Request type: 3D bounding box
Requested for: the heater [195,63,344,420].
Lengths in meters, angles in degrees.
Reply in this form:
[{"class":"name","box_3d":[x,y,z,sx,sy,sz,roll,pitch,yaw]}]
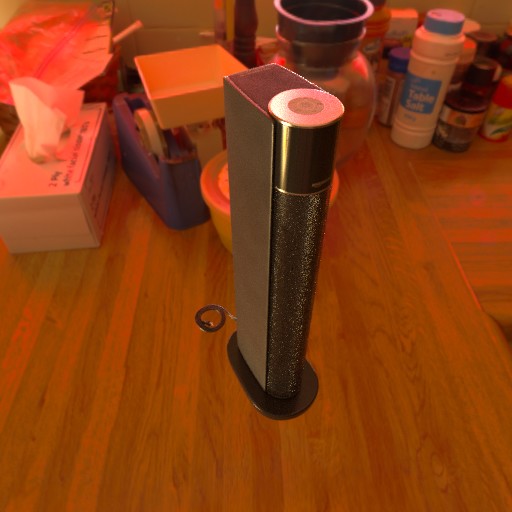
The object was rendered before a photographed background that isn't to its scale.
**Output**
[{"class":"heater","box_3d":[0.000,0.000,1.025,0.214,0.856,0.458,-24,51,-21]}]
